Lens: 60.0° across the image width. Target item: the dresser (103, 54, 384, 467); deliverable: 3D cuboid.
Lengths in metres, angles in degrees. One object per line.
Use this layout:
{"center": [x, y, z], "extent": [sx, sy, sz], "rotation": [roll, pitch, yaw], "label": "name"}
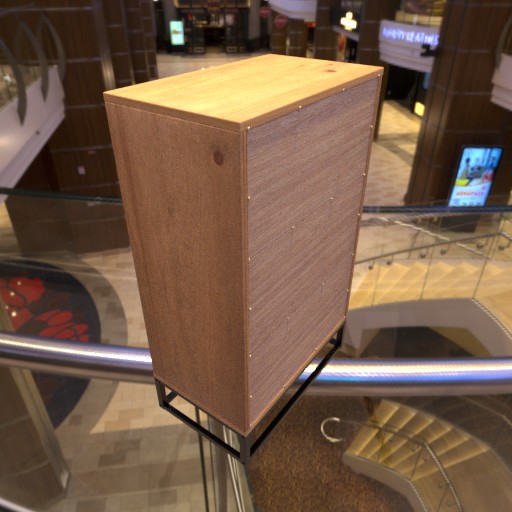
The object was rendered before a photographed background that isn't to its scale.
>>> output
{"center": [0.000, 0.000, 1.631], "extent": [0.479, 1.240, 0.761], "rotation": [22, 39, 30], "label": "dresser"}
